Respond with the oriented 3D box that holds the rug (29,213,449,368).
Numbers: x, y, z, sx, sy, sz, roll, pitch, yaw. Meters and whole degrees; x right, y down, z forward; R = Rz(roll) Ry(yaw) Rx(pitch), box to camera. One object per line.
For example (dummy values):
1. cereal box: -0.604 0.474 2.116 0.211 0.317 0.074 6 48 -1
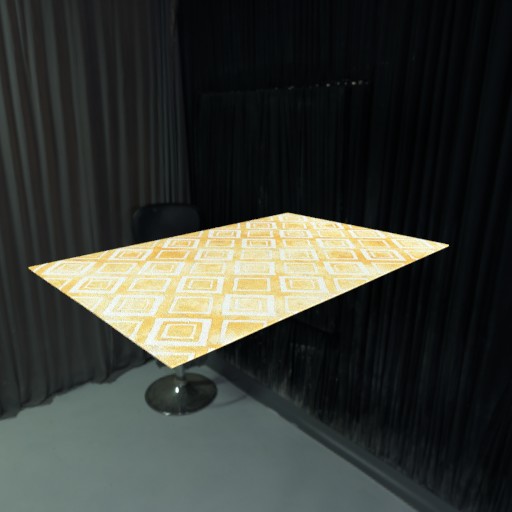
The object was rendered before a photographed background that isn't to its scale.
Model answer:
1. rug: 0.000 0.000 2.276 1.829 0.010 1.213 -16 23 -41
